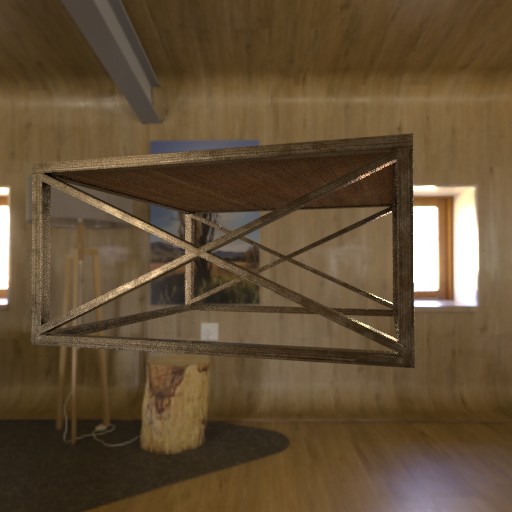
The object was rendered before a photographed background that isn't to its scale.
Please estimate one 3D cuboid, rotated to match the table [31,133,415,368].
[{"bbox_3d":[0.000,0.000,1.412,0.899,0.451,0.909,0,-1,16],"label":"table"}]
